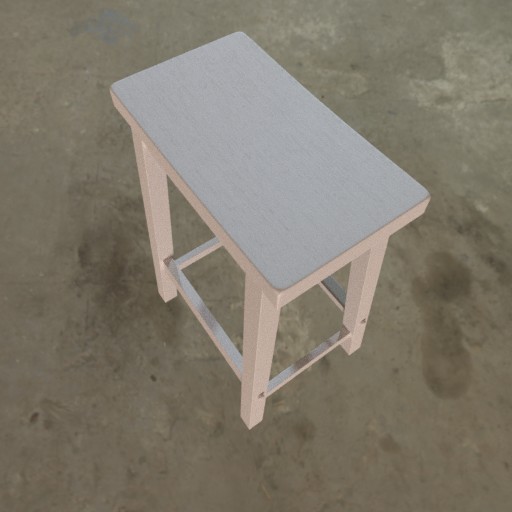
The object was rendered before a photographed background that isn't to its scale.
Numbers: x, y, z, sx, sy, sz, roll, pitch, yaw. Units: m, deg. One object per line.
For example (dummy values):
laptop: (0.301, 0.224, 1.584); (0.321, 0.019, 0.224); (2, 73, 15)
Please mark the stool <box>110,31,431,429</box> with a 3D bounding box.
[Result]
stool: (0.000, 0.000, 0.837); (0.322, 0.610, 0.406); (-31, 64, -17)
